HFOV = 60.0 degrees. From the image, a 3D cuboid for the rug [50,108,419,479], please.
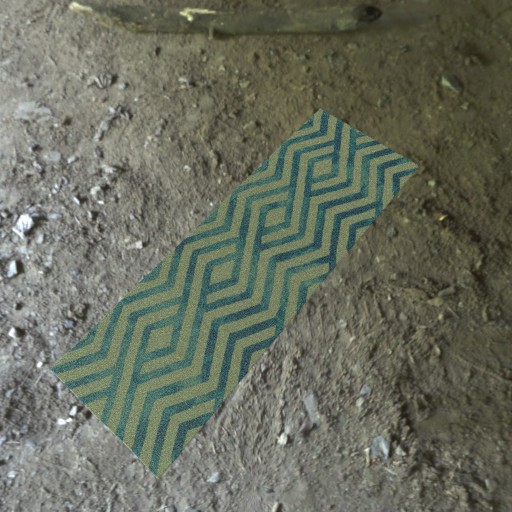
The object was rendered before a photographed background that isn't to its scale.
[{"bbox_3d":[0.000,0.000,1.626,0.503,0.007,1.492,37,68,17],"label":"rug"}]
